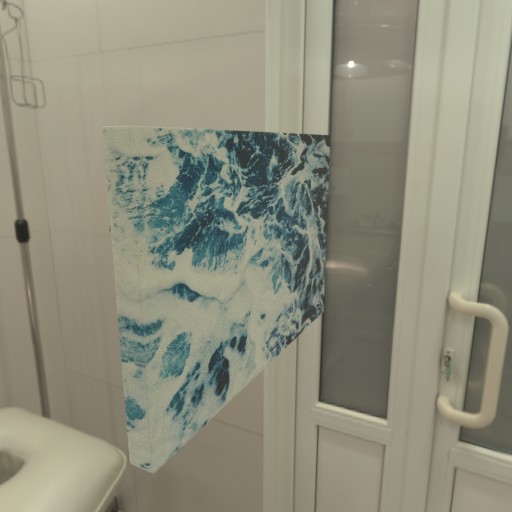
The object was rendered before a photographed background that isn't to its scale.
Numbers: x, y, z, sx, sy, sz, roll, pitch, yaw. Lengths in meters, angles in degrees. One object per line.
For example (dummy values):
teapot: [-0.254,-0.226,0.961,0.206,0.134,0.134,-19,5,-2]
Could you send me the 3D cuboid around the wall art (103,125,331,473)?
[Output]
wall art: [0.000,0.000,0.756,0.043,0.407,0.609,7,16,27]
